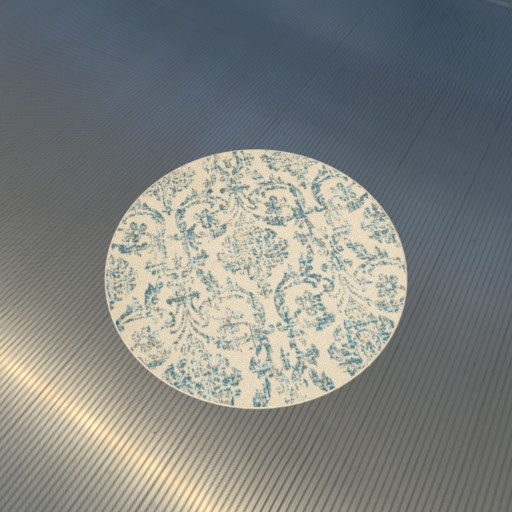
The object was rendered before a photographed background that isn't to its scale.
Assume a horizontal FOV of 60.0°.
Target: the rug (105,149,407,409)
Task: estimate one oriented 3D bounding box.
[{"bbox_3d":[0.000,0.000,2.370,1.593,0.012,1.593,0,58,0],"label":"rug"}]
